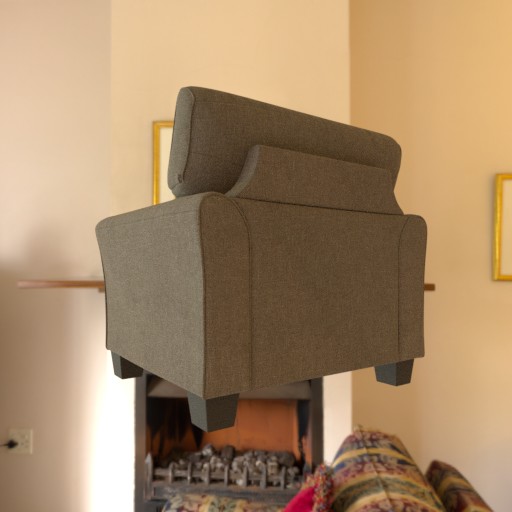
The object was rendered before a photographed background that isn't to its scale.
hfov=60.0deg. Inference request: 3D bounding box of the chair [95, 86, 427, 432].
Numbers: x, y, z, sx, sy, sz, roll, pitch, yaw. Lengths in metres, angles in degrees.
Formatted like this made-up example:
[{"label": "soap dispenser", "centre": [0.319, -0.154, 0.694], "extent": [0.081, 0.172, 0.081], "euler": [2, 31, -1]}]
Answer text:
[{"label": "chair", "centre": [0.000, 0.000, 1.617], "extent": [0.941, 0.890, 0.816], "euler": [1, -2, -35]}]
